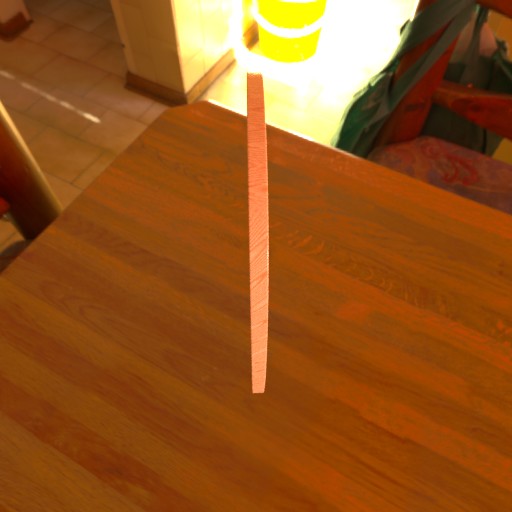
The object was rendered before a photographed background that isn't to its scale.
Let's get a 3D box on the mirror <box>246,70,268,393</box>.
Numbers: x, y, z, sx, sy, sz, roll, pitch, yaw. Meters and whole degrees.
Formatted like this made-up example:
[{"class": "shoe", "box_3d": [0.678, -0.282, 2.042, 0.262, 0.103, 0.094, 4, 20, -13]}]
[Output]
[{"class": "mirror", "box_3d": [0.000, 0.000, 1.340, 0.037, 1.075, 0.724, -1, 57, -1]}]
